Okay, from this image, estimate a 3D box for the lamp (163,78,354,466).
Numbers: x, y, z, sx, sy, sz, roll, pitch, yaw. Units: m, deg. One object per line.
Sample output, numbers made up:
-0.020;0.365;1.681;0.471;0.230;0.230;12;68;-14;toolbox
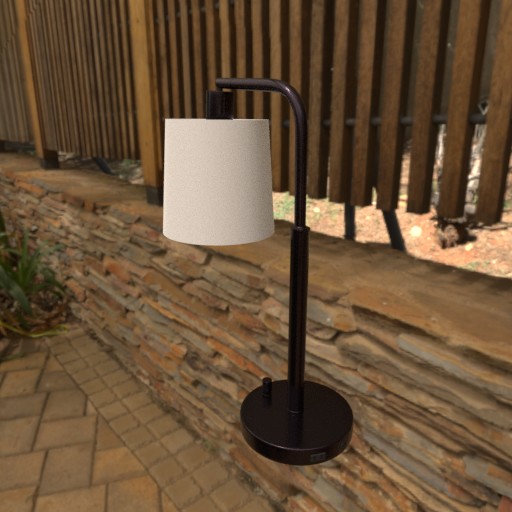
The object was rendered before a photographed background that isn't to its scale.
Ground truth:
0.000;0.000;0.641;0.333;0.489;0.171;16;23;43;lamp
